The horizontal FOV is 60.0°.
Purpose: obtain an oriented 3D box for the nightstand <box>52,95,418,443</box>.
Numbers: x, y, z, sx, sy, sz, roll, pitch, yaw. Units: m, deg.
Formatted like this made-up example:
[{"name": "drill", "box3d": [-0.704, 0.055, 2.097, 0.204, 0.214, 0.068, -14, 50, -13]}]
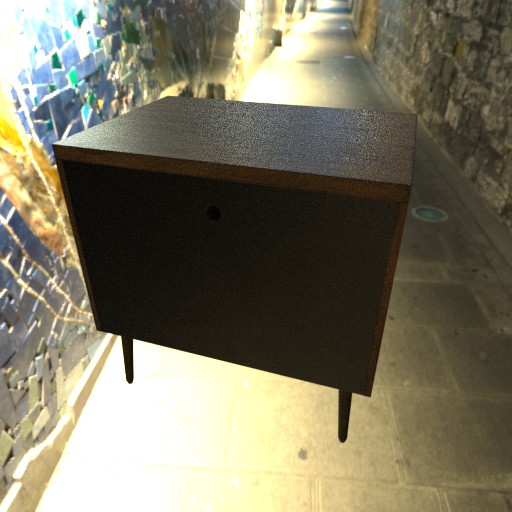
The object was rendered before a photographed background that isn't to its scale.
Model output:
[{"name": "nightstand", "box3d": [0.000, 0.000, 1.044, 0.610, 0.610, 0.458, 10, 33, 16]}]
